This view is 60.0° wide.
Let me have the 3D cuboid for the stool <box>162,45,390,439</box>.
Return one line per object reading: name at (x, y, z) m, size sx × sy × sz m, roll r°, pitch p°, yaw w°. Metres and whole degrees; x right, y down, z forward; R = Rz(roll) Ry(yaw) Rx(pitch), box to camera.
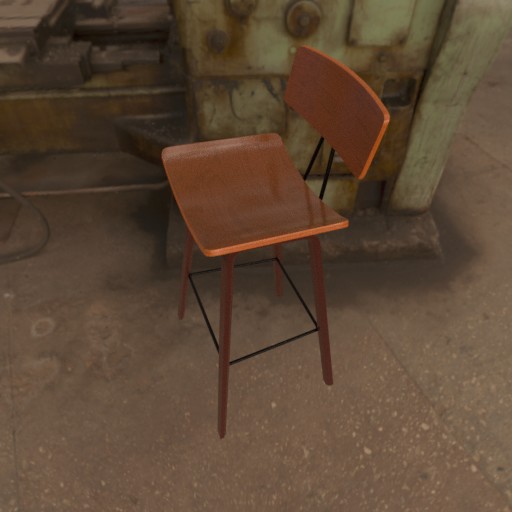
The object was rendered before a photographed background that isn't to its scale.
stool at (0.000, 0.000, 1.235) m, size 0.440 × 0.969 × 0.509 m, roll -16°, pitch 48°, yaw -15°
